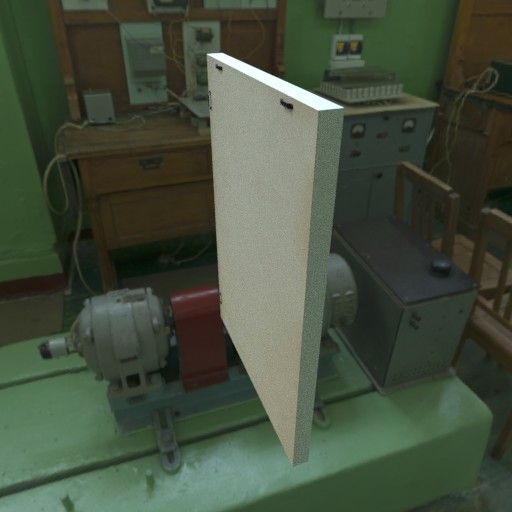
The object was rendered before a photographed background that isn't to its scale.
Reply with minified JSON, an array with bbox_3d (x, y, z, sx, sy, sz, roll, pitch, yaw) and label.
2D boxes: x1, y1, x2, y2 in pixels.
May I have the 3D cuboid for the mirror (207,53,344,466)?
[{"bbox_3d":[0.000,0.000,0.921,0.040,0.710,0.507,-11,34,-17],"label":"mirror"}]
